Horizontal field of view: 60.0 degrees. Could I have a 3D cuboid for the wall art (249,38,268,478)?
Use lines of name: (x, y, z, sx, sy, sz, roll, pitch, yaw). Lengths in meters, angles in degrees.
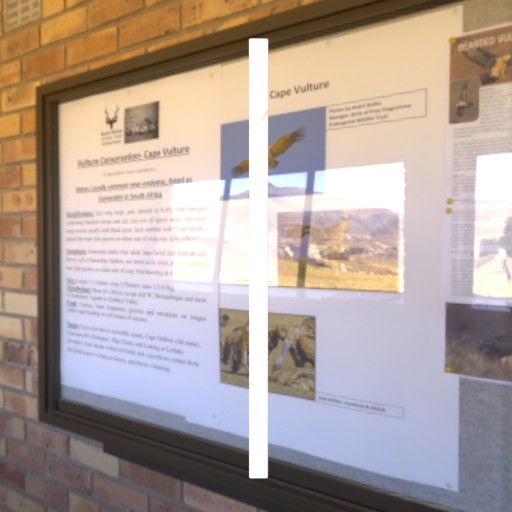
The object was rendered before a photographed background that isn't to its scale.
wall art: (0.000, 0.000, 1.338, 0.038, 0.889, 0.889, 0, 1, -1)
